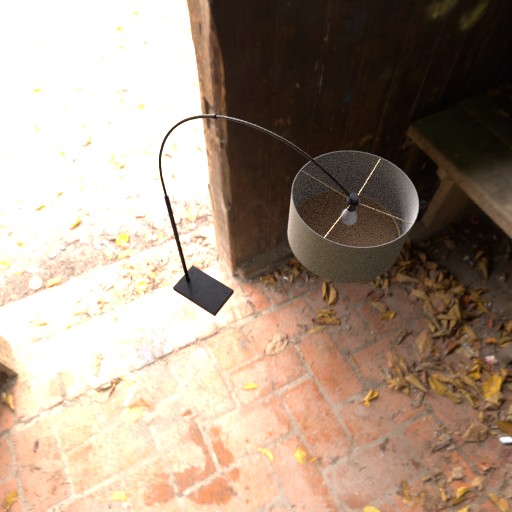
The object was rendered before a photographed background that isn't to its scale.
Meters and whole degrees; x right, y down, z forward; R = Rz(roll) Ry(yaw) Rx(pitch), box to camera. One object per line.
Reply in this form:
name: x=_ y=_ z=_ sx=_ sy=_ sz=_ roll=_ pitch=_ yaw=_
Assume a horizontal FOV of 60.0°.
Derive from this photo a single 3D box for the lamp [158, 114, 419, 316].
lamp: x=0.000 y=0.000 z=2.580 sx=1.424 sy=1.927 sz=0.493 roll=30 pitch=62 yaw=18
